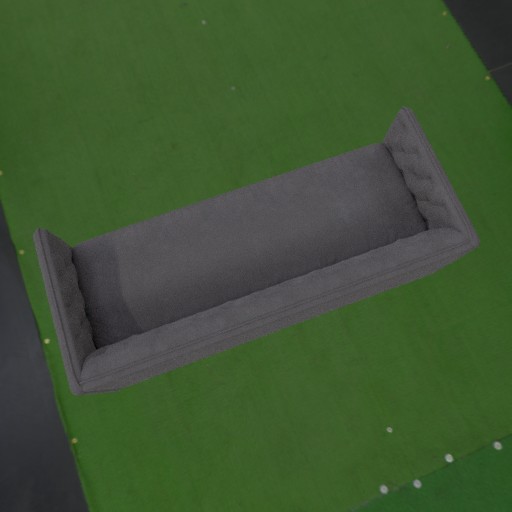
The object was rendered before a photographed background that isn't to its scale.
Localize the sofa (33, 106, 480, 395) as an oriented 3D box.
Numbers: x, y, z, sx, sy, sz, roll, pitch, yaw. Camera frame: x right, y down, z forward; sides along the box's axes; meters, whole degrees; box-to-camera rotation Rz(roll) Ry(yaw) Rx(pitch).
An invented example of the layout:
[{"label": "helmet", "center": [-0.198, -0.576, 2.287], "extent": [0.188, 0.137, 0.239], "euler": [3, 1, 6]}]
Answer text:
[{"label": "sofa", "center": [0.000, 0.000, 2.637], "extent": [2.209, 0.771, 0.895], "euler": [-19, 76, -5]}]
